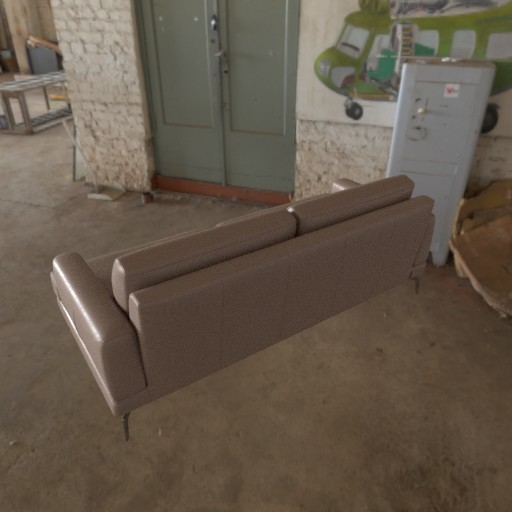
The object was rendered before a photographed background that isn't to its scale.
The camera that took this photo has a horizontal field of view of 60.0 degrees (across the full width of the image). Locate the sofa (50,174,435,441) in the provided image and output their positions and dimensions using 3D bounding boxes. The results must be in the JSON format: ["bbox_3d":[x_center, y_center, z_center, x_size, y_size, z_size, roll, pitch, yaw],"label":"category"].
[{"bbox_3d":[0.000,0.000,2.400,1.940,0.765,0.974,-19,35,-29],"label":"sofa"}]
